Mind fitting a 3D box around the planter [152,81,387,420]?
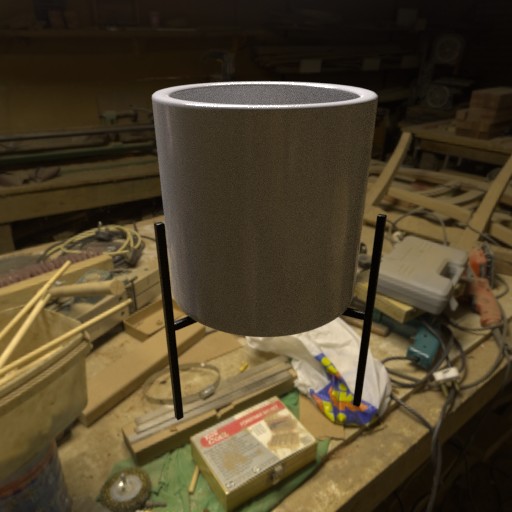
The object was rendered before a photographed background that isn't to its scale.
[{"bbox_3d":[0.000,0.000,0.509,0.239,0.356,0.239,-19,32,-33],"label":"planter"}]
